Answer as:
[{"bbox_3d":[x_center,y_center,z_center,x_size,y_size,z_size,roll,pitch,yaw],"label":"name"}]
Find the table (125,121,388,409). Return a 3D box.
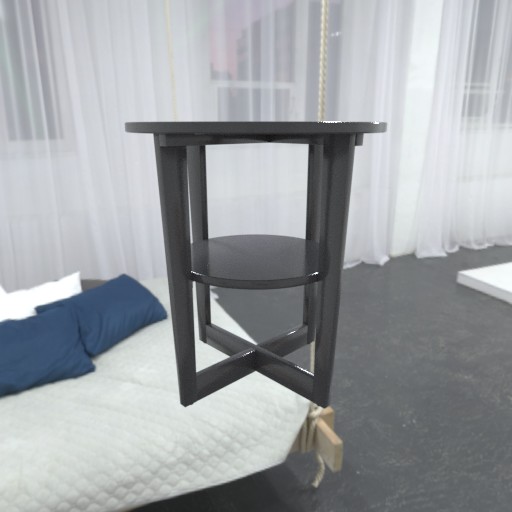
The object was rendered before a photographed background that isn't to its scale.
[{"bbox_3d":[0.000,0.000,0.953,0.500,0.550,0.500,0,16,0],"label":"table"}]
